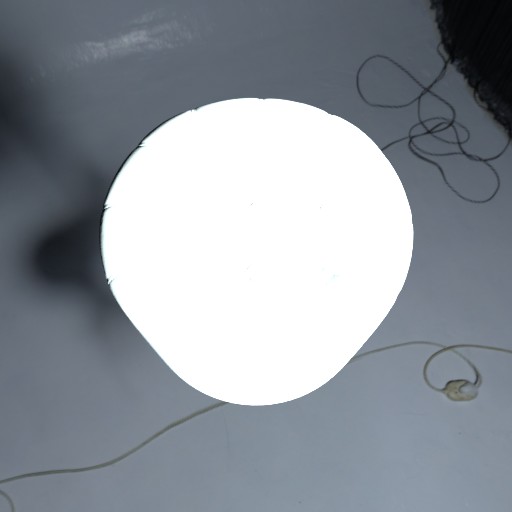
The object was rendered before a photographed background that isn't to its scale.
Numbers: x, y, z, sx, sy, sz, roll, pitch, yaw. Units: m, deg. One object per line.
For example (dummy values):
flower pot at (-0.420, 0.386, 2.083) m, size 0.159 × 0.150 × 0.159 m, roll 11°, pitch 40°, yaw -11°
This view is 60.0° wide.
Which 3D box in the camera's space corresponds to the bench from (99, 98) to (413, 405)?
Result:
bench at (0.000, 0.000, 1.006) m, size 0.600 × 0.453 × 0.600 m, roll 0°, pitch 64°, yaw 0°
